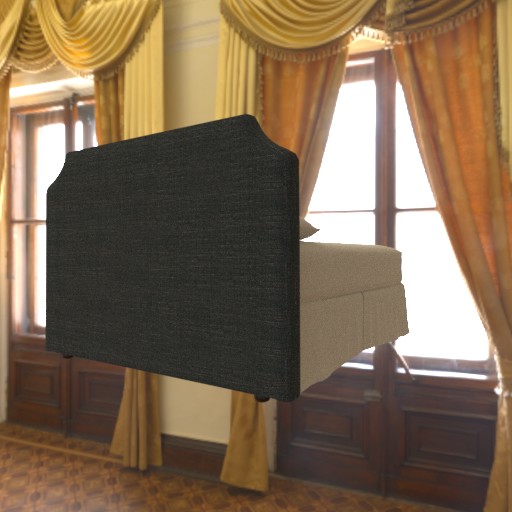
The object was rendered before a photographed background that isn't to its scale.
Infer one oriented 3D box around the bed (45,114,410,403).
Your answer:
[{"bbox_3d":[0.000,0.000,3.257,1.828,1.297,2.208,0,0,34],"label":"bed"}]
